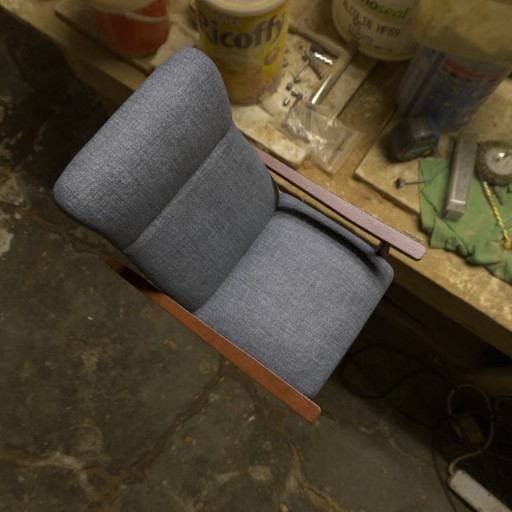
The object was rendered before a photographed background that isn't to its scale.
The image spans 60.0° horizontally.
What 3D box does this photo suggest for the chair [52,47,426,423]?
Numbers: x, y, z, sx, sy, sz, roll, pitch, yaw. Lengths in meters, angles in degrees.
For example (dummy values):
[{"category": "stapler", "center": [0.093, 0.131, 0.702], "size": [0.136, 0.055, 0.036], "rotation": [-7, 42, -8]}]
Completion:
[{"category": "chair", "center": [0.000, 0.000, 1.727], "size": [1.030, 1.082, 0.762], "rotation": [35, 78, 9]}]
